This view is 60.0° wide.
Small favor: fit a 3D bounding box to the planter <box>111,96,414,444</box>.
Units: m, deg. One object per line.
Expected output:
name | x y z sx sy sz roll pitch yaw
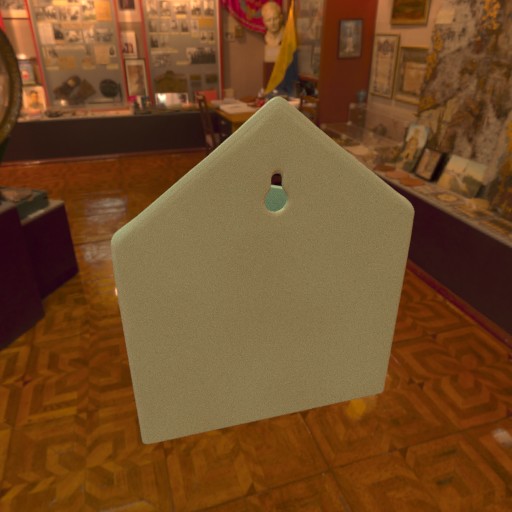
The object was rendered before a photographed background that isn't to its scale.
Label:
planter | 0.000 0.000 0.275 0.164 0.197 0.079 -7 28 -14
